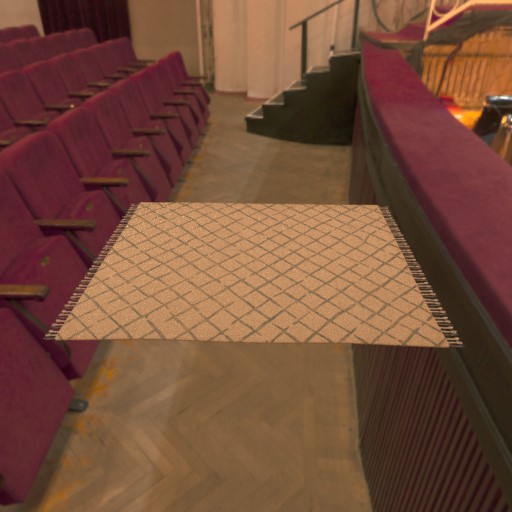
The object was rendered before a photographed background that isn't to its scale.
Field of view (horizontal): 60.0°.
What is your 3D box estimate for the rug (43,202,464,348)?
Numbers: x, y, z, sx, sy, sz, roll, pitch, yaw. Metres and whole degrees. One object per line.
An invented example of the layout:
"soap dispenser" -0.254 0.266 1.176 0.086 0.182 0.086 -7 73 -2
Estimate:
"rug" 0.000 0.000 4.967 3.585 0.036 2.892 1 30 1
